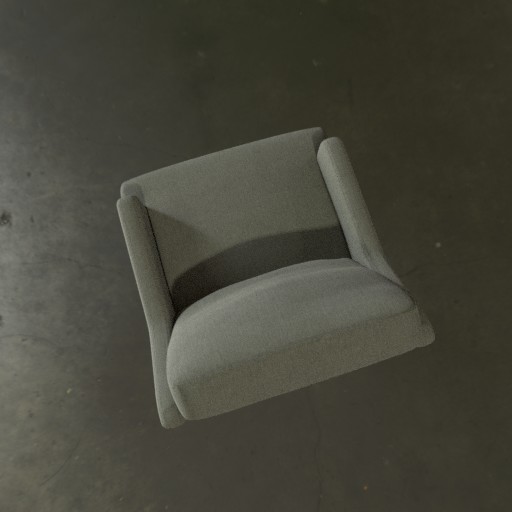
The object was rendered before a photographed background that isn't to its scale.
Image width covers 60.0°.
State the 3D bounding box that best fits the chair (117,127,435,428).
[{"bbox_3d":[0.000,0.000,1.549,0.826,0.821,0.892,-17,77,-4],"label":"chair"}]
